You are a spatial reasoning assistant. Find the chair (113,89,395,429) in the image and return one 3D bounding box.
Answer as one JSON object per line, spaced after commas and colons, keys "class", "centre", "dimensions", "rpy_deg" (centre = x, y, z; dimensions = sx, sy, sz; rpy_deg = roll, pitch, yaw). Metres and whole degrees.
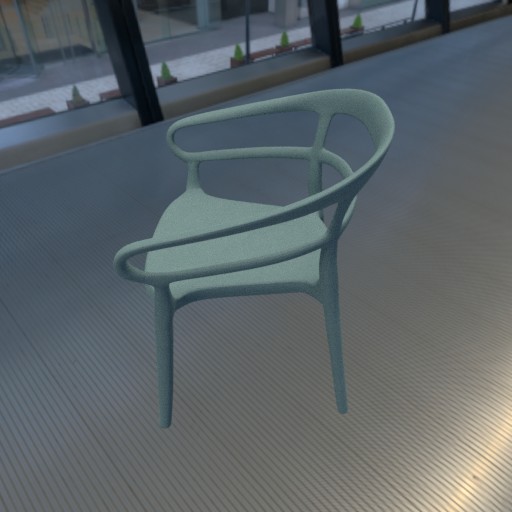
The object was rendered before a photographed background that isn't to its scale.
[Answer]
{"class": "chair", "centre": [0.000, 0.000, 1.118], "dimensions": [0.527, 0.761, 0.559], "rpy_deg": [1, 39, 1]}
